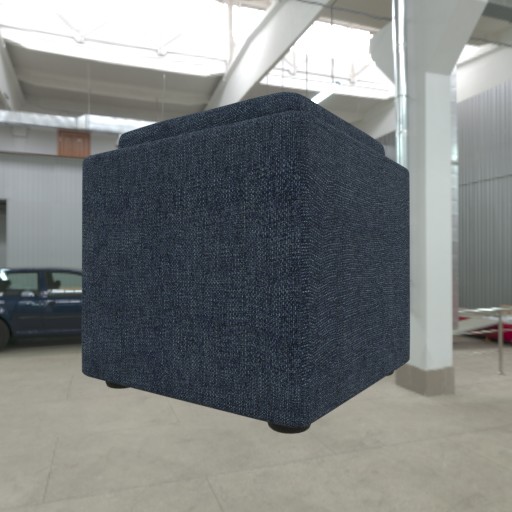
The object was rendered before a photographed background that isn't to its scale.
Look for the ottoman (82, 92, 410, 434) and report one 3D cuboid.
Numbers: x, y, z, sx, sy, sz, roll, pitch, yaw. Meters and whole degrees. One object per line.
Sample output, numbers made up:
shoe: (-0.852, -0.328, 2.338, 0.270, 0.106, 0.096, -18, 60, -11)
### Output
ottoman: (0.000, 0.000, 0.833, 0.450, 0.460, 0.450, 0, -1, 35)
